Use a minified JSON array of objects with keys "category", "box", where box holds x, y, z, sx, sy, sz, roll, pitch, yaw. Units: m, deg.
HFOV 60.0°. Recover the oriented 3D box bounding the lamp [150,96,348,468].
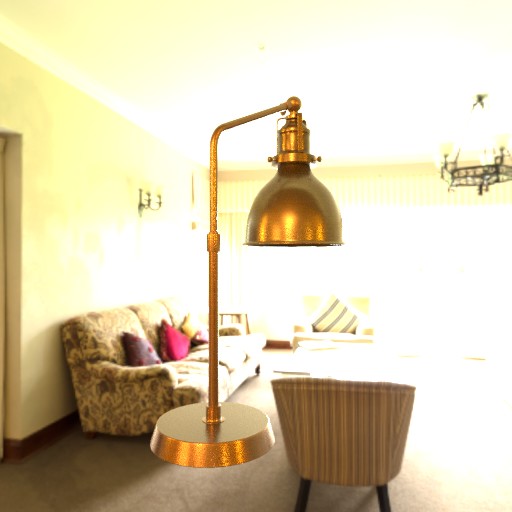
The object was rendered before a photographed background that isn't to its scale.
[{"category":"lamp","box":[0.000,0.000,0.592,0.286,0.456,0.153,0,0,-37]}]
